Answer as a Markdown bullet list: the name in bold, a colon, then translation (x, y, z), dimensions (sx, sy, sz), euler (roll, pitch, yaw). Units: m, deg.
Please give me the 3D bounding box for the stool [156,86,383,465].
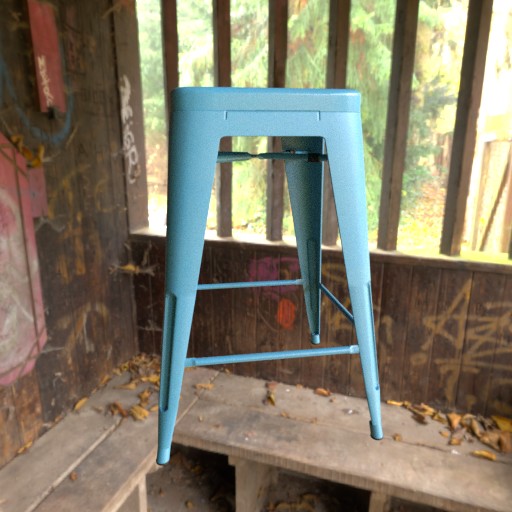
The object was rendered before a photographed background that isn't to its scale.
- **stool**: translation (0.000, 0.000, 0.891), dimensions (0.410, 0.608, 0.410), euler (-3, 15, -9)
